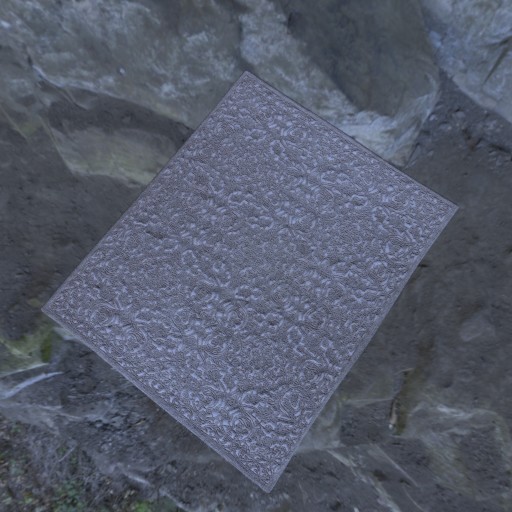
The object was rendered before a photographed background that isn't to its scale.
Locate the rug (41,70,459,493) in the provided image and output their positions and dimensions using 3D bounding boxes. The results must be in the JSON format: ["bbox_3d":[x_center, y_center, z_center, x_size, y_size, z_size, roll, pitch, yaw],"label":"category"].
[{"bbox_3d":[0.000,0.000,3.992,2.472,0.035,3.017,36,78,8],"label":"rug"}]
